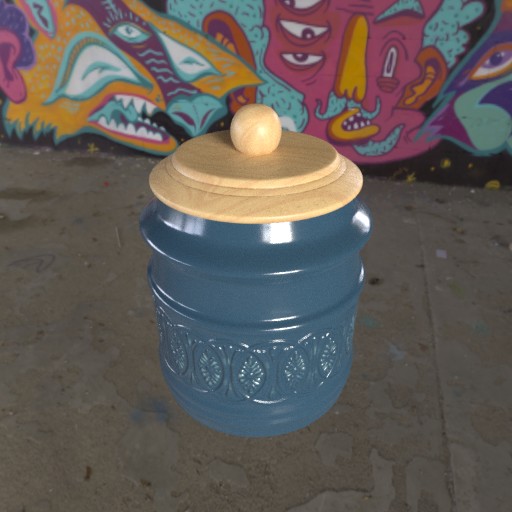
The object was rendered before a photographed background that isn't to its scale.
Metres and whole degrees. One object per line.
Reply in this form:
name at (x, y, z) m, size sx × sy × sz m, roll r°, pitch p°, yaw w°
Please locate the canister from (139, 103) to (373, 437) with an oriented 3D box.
canister at (0.000, 0.000, 0.266) m, size 0.130 × 0.176 × 0.130 m, roll 0°, pitch 31°, yaw 0°
